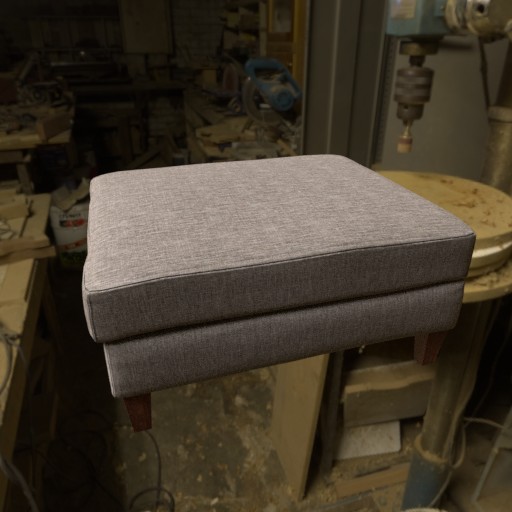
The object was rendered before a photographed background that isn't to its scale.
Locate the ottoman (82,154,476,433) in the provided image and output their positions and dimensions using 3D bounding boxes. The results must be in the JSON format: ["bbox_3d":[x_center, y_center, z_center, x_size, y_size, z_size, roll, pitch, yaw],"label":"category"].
[{"bbox_3d":[0.000,0.000,1.450,0.994,0.492,0.839,-8,29,-15],"label":"ottoman"}]
